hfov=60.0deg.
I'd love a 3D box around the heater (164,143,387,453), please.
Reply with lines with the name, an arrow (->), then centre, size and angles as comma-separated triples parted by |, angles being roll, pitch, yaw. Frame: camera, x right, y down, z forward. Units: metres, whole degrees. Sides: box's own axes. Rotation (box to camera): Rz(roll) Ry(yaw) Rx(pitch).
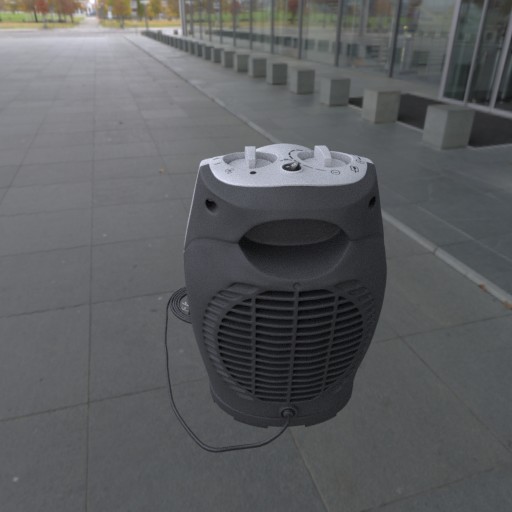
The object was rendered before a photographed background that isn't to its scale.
heater -> 0.000, 0.000, 0.474 | 0.239, 0.255, 0.291 | -1, 28, -2
